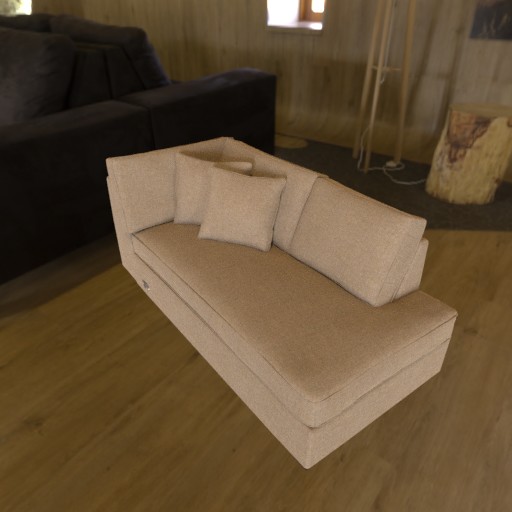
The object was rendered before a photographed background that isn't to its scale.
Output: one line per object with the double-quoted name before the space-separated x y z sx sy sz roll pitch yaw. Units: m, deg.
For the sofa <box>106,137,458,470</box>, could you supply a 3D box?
"sofa" 0.000 0.000 2.838 1.110 1.019 2.238 -21 37 -31
